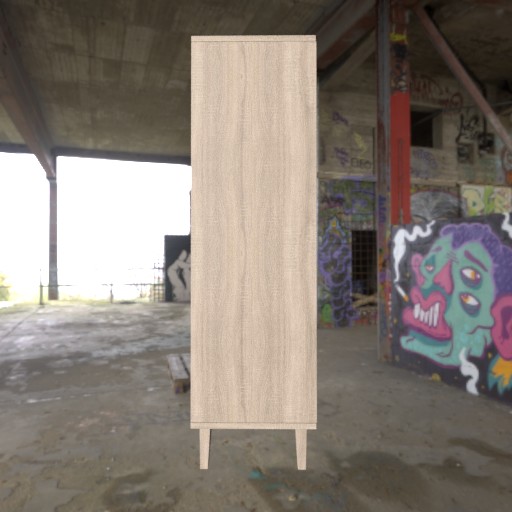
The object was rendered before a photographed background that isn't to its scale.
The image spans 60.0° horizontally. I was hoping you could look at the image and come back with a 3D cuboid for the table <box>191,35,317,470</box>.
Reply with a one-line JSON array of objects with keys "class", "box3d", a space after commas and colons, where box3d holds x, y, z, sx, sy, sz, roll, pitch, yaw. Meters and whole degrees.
[{"class": "table", "box3d": [0.000, 0.000, 1.954, 0.398, 1.388, 1.111, 0, -1, 1]}]
